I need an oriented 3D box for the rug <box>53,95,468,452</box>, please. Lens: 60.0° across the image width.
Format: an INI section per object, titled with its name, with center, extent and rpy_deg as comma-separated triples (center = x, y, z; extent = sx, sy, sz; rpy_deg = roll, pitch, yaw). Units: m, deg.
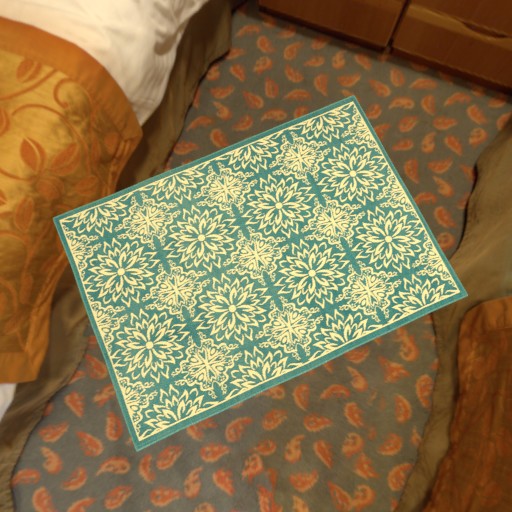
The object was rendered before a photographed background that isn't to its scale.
[rug]
center = 0.000, 0.000, 2.822
extent = 2.205, 0.012, 1.554
rpy_deg = -24, 77, -6
